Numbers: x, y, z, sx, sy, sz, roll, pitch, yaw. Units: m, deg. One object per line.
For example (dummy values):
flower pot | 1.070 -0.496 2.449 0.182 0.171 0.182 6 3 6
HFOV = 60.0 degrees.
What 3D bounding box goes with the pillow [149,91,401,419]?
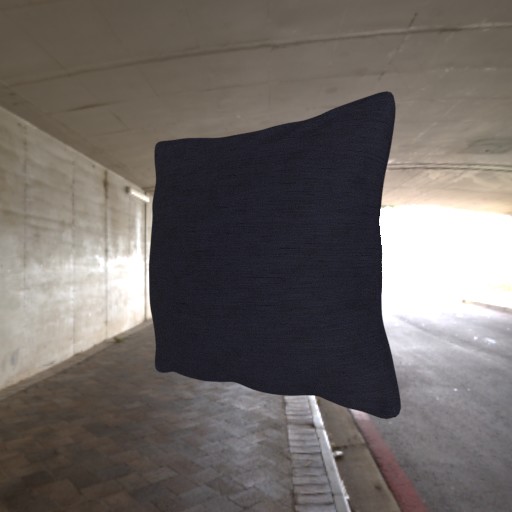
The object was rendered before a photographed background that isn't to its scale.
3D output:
pillow | 0.000 0.000 0.676 0.432 0.414 0.246 -1 -1 34
